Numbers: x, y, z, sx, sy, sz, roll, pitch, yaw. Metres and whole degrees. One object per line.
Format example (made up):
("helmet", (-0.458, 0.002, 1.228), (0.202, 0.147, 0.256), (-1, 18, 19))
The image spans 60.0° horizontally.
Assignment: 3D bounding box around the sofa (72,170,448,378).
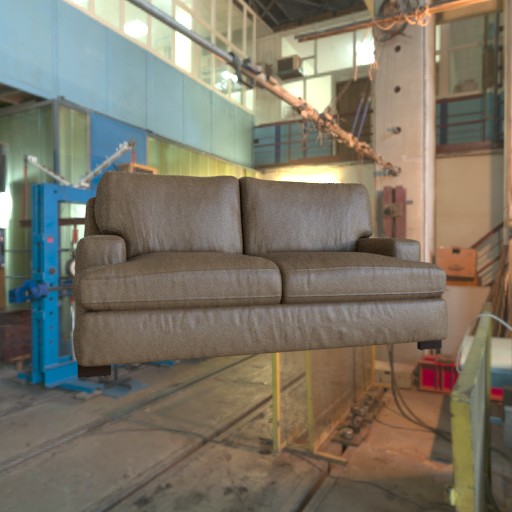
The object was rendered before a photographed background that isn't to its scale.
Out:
("sofa", (0.000, 0.000, 2.465), (1.855, 0.980, 0.962), (0, 1, -18))
